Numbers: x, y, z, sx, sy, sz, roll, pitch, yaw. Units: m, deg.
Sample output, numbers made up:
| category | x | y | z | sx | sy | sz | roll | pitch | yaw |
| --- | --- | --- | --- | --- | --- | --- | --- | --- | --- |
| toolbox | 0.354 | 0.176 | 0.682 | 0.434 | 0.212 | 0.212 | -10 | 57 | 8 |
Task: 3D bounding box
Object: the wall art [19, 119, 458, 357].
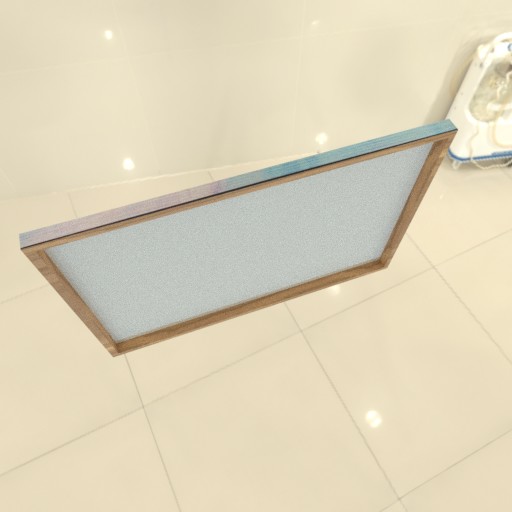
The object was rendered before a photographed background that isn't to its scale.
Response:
| category | x | y | z | sx | sy | sz | roll | pitch | yaw |
| --- | --- | --- | --- | --- | --- | --- | --- | --- | --- |
| wall art | 0.000 | 0.000 | 1.142 | 0.911 | 0.605 | 0.037 | -17 | 60 | -10 |
